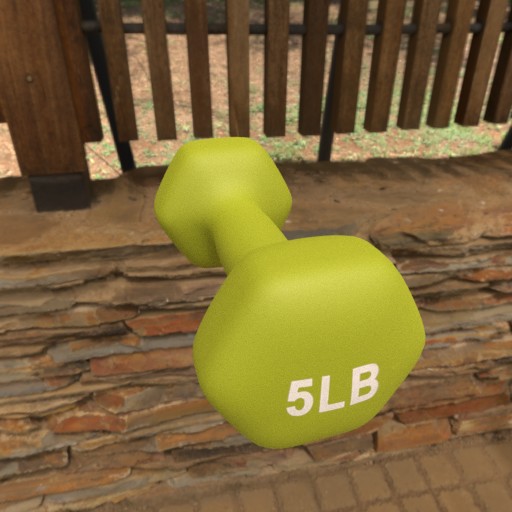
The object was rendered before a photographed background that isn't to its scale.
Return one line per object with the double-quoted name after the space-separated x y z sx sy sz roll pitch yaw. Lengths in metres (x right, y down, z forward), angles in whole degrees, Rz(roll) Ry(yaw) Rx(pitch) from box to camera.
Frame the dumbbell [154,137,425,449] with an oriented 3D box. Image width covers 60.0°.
0.000 0.000 0.201 0.080 0.072 0.164 -8 31 -14 "dumbbell"
